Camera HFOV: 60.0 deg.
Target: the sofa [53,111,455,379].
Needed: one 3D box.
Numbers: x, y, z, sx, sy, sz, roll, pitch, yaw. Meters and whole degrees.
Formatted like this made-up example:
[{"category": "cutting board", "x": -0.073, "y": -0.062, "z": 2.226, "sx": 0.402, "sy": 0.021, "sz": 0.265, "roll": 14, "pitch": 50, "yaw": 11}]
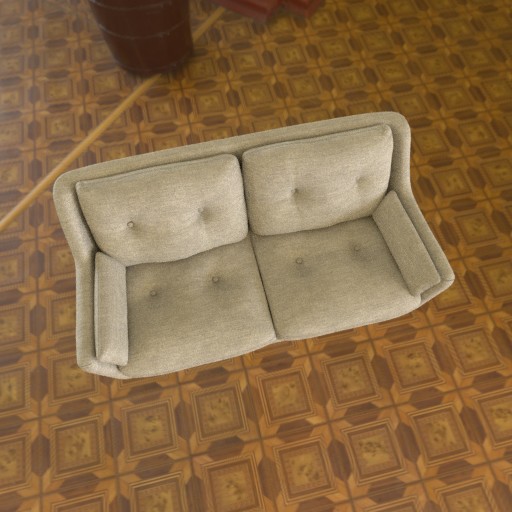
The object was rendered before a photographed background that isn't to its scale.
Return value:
[{"category": "sofa", "x": 0.000, "y": 0.000, "z": 2.444, "sx": 1.930, "sy": 0.897, "sz": 0.976, "roll": -12, "pitch": 64, "yaw": -6}]
